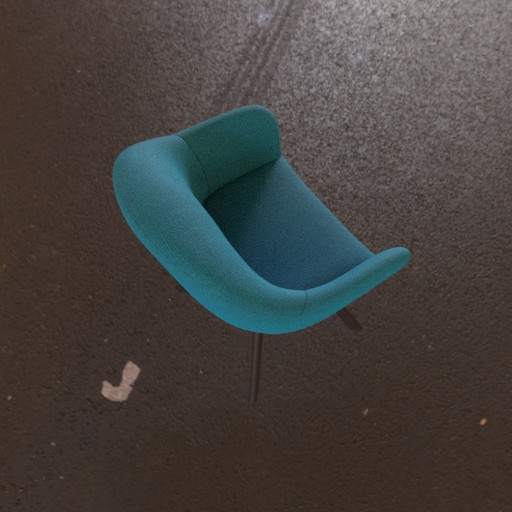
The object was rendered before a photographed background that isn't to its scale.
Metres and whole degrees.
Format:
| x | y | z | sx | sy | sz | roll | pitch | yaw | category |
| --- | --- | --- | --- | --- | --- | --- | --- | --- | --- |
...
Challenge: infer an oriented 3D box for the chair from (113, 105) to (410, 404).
| x | y | z | sx | sy | sz | roll | pitch | yaw | category |
| --- | --- | --- | --- | --- | --- | --- | --- | --- | --- |
| 0.000 | 0.000 | 1.192 | 0.550 | 0.795 | 0.590 | -30 | 64 | -17 | chair |
